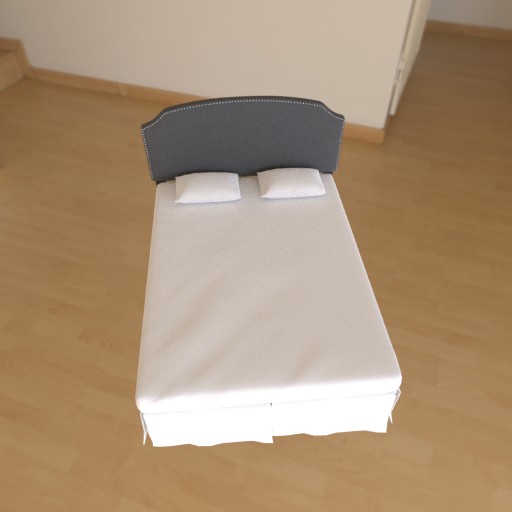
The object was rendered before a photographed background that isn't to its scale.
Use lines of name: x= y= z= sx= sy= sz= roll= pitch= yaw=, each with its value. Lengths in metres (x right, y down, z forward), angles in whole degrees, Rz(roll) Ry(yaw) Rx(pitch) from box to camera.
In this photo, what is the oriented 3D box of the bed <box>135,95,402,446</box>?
bed: x=0.000 y=0.000 z=2.959 sx=1.558 sy=1.270 sz=1.999 roll=-4 pitch=46 yaw=-4
